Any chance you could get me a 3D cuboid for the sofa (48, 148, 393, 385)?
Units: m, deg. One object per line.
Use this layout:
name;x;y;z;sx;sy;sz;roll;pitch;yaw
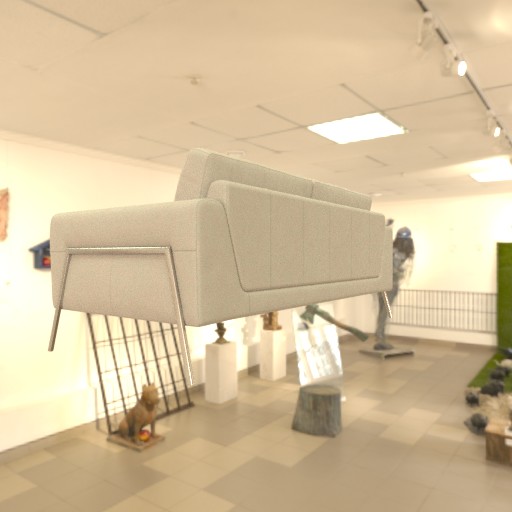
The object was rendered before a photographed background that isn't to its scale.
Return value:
sofa;0.000;0.000;2.591;0.953;0.875;2.017;0;0;36
